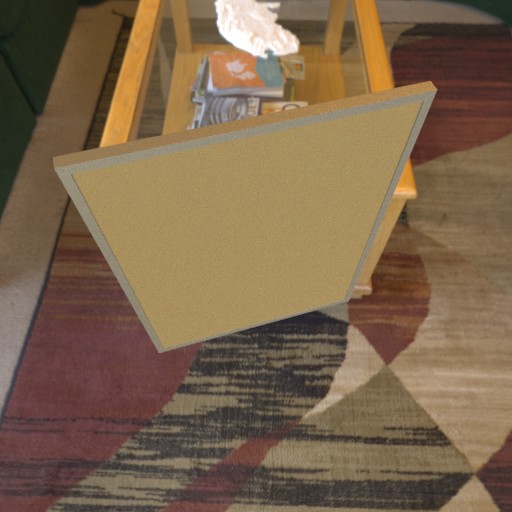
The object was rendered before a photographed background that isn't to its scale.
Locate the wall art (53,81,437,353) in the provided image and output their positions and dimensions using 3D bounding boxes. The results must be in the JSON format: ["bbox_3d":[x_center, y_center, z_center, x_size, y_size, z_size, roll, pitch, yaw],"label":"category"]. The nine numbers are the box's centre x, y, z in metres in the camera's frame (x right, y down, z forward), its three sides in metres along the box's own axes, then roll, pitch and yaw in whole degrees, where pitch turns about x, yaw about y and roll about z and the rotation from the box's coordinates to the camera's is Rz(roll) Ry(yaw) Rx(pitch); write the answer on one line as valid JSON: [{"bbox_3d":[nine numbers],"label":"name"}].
[{"bbox_3d":[0.000,0.000,1.333,0.789,1.042,0.034,-14,60,-8],"label":"wall art"}]
